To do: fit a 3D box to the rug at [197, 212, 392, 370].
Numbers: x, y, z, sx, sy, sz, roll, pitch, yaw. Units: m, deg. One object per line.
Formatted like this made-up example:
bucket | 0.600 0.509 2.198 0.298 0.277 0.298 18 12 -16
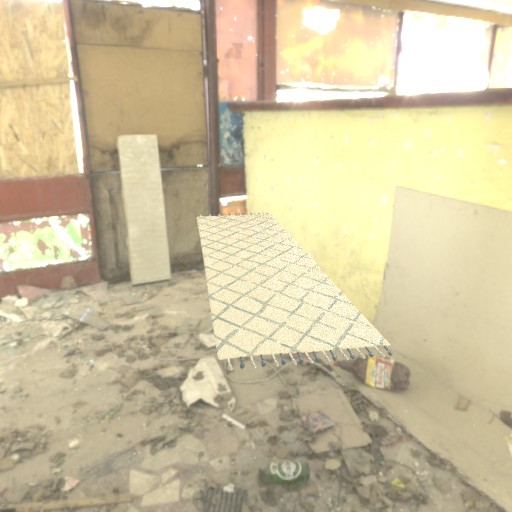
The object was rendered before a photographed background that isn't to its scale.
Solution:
rug | 0.000 0.000 2.594 0.620 0.008 2.372 -3 18 -9
